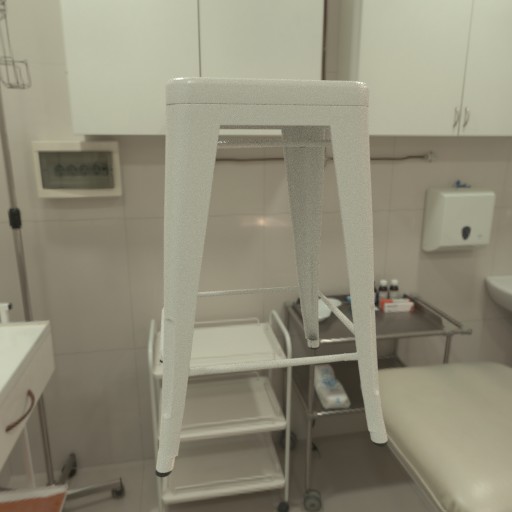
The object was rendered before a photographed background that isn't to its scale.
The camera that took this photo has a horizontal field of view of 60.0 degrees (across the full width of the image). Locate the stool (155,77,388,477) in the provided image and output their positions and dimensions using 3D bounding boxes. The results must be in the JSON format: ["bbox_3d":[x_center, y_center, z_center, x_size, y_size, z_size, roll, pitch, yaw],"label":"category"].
[{"bbox_3d":[0.000,0.000,0.860,0.406,0.610,0.406,-3,15,-10],"label":"stool"}]
